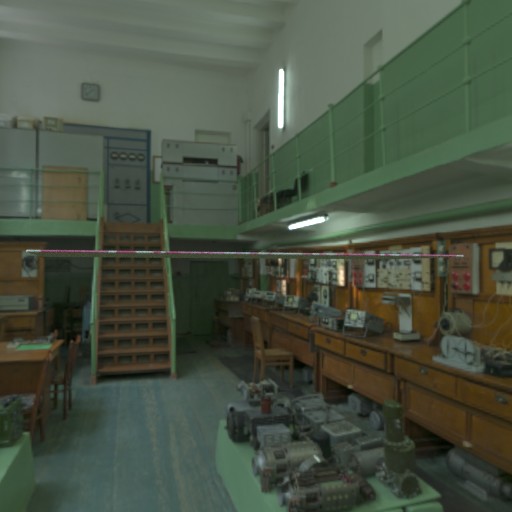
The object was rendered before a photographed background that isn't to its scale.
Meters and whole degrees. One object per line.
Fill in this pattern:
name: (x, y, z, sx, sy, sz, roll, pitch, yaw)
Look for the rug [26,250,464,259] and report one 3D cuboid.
rug: (0.000, 0.000, 2.726, 2.458, 0.011, 0.787, 1, -2, -18)
